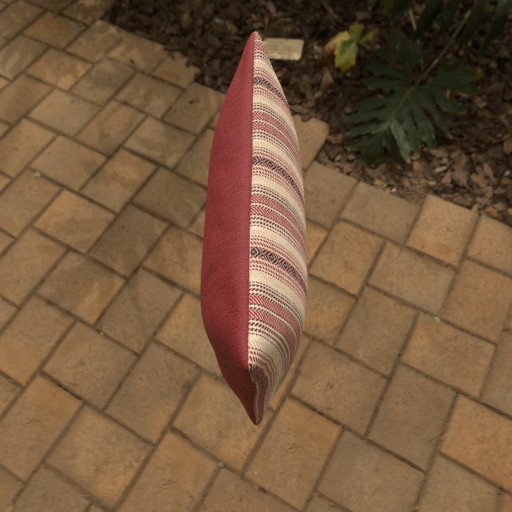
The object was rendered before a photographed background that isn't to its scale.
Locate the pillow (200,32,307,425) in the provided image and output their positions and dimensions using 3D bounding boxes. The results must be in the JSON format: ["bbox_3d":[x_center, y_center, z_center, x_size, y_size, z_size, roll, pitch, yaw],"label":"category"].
[{"bbox_3d":[0.000,0.000,0.776,0.166,0.497,0.513,1,64,0],"label":"pillow"}]
